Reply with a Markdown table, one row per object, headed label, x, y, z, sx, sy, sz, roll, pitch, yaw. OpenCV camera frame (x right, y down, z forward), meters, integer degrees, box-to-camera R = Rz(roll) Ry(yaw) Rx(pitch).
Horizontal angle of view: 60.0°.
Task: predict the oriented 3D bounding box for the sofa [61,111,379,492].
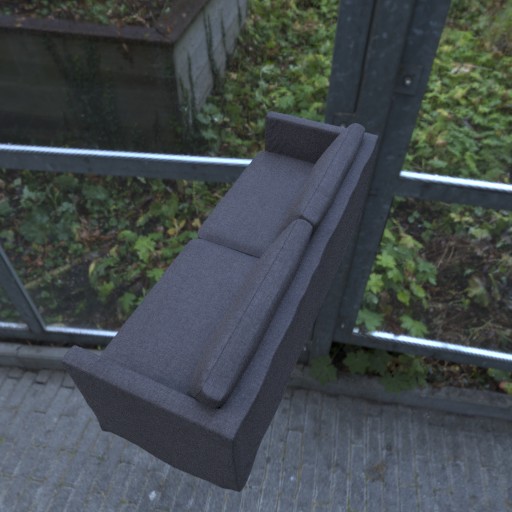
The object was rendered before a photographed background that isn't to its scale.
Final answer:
| label | x | y | z | sx | sy | sz | roll | pitch | yaw |
| --- | --- | --- | --- | --- | --- | --- | --- | --- | --- |
| sofa | 0.000 | 0.000 | 3.219 | 1.036 | 0.998 | 2.779 | 18 | 50 | 16 |
